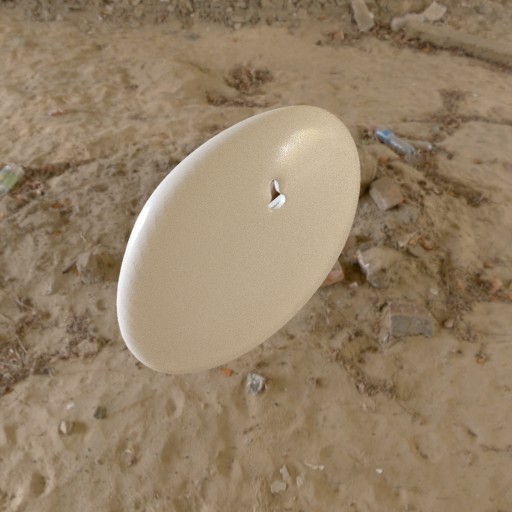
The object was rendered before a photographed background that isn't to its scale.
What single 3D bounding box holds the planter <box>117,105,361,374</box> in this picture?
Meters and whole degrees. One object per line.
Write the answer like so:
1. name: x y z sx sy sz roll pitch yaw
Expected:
1. planter: 0.000 0.000 0.277 0.185 0.188 0.043 -31 53 -26
